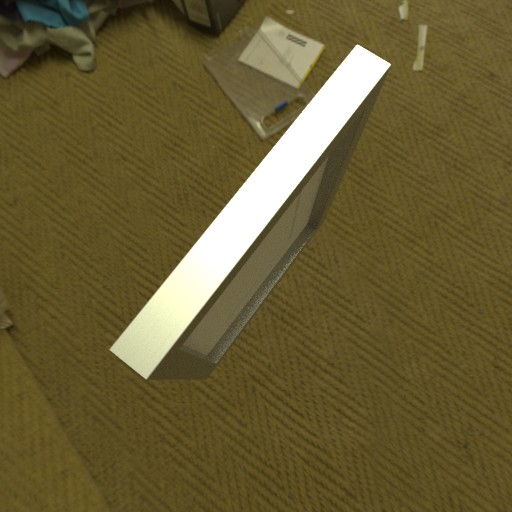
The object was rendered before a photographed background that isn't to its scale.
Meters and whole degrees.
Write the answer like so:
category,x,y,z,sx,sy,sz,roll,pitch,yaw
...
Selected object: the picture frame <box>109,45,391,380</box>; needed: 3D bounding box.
category,x,y,z,sx,sy,sz,roll,pitch,yaw
picture frame,0.000,0.000,0.386,0.036,0.282,0.233,35,77,9
